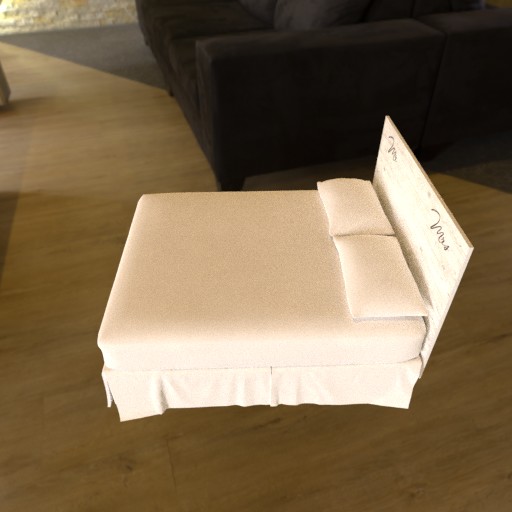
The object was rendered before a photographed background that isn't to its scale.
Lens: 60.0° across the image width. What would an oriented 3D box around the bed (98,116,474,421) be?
[{"bbox_3d":[0.000,0.000,3.165,2.094,1.335,1.745,-1,40,-1],"label":"bed"}]
